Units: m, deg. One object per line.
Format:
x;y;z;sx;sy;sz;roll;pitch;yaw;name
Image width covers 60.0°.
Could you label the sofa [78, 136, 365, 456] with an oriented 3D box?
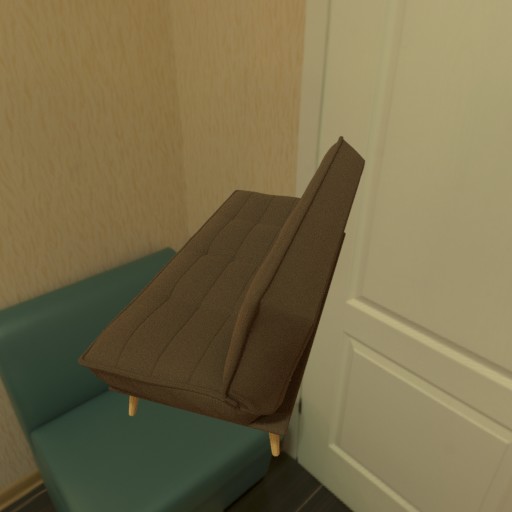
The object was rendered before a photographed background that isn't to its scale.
0.000;0.000;2.459;0.950;0.890;1.940;9;32;15;sofa
